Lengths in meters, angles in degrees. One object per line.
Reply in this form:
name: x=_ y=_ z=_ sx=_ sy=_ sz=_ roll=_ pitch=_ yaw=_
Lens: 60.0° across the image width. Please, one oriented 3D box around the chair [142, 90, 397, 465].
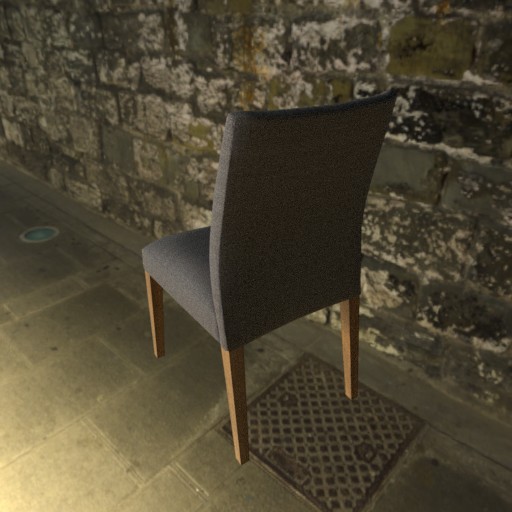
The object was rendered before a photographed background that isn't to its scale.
chair: x=0.000 y=0.000 z=1.284 sx=0.496 sy=0.940 sz=0.585 roll=-18 pitch=34 yaw=-29
